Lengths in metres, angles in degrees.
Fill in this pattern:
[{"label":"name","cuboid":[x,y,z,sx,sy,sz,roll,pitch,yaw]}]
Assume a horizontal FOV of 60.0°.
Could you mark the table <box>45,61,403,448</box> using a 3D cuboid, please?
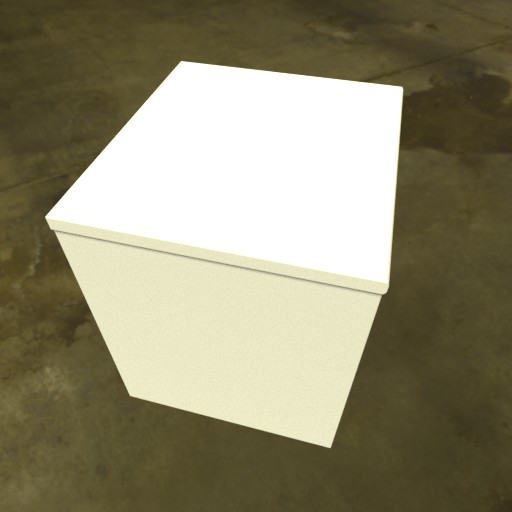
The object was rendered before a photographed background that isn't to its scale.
[{"label":"table","cuboid":[0.000,0.000,0.771,0.380,0.460,0.420,11,48,10]}]
